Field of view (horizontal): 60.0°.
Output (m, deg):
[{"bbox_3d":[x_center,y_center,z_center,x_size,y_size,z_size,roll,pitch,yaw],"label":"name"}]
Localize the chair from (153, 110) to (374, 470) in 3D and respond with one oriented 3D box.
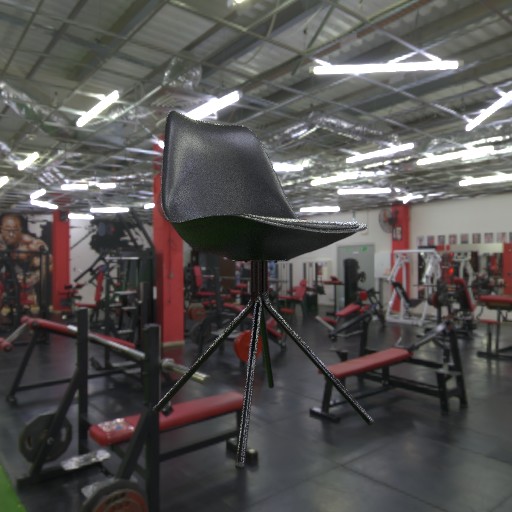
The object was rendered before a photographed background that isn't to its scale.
[{"bbox_3d":[0.000,0.000,1.169,0.461,0.850,0.525,0,0,-37],"label":"chair"}]
